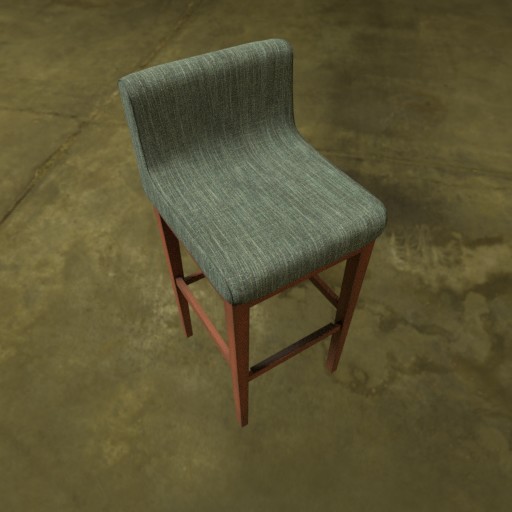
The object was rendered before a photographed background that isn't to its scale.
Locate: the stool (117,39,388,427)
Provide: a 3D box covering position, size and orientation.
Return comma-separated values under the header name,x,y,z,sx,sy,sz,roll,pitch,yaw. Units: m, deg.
name,x,y,z,sx,sy,sz,roll,pitch,yaw
stool,0.000,0.000,1.238,0.426,0.965,0.499,-24,51,-21
